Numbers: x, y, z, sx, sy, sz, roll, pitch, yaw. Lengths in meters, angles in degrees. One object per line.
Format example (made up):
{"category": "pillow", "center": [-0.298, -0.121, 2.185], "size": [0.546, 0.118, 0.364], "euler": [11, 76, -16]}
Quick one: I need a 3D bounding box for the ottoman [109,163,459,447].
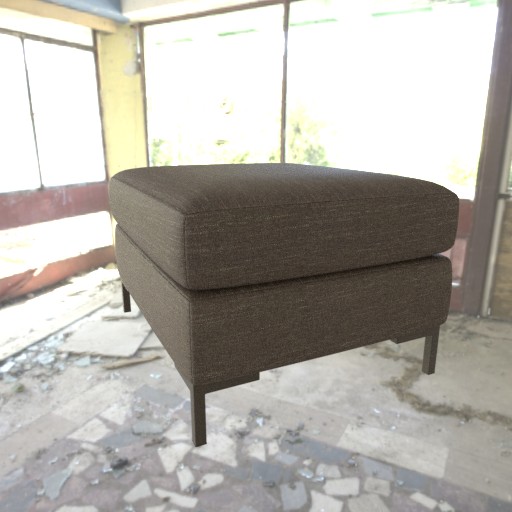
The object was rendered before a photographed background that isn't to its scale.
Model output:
{"category": "ottoman", "center": [0.000, 0.000, 1.236], "size": [0.671, 0.490, 0.820], "euler": [-7, 17, -25]}
